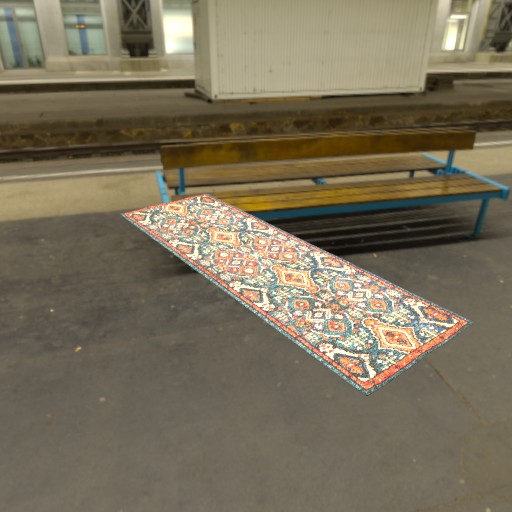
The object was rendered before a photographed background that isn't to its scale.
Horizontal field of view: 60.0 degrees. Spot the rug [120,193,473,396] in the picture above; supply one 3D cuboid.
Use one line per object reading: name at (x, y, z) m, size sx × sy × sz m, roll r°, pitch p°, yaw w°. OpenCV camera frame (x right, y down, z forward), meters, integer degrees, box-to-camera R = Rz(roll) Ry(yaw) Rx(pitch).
rug at (0.000, 0.000, 2.815) m, size 0.801 × 0.010 × 2.459 m, roll -19°, pitch 33°, yaw -33°
